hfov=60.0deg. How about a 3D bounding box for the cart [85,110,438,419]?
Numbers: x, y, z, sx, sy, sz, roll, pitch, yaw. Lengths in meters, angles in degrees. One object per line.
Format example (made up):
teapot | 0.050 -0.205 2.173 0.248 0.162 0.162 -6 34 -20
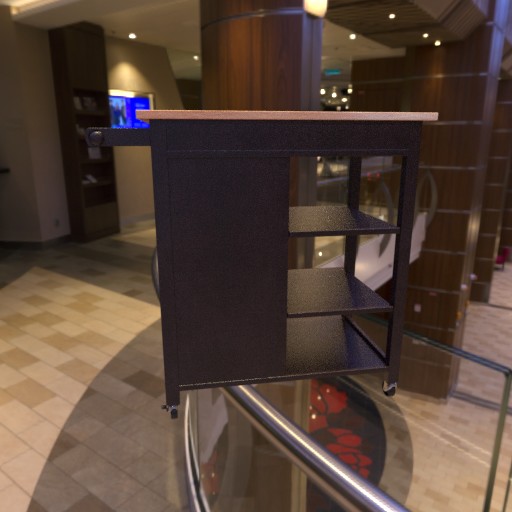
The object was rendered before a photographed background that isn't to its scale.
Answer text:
cart | 0.000 0.000 1.451 0.914 0.878 0.472 -3 15 -9
